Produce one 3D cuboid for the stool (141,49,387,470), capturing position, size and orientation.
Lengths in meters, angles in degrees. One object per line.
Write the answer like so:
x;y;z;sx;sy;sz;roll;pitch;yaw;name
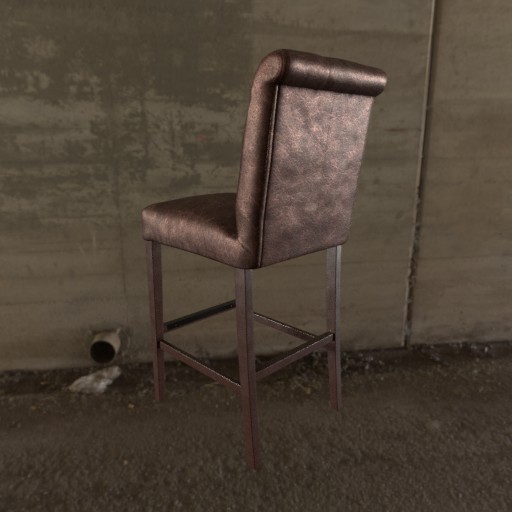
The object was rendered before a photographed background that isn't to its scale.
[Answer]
0.000;0.000;1.494;0.483;1.168;0.659;-14;20;-43;stool
